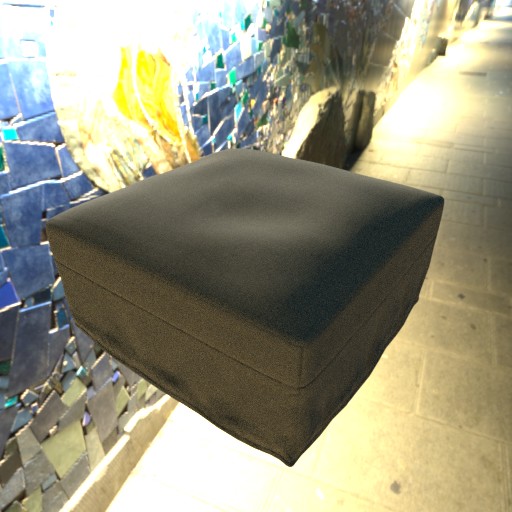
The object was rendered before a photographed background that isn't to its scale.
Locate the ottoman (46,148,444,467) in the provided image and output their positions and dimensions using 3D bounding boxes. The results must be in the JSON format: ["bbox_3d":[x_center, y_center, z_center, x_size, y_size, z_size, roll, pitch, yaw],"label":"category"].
[{"bbox_3d":[0.000,0.000,1.337,0.840,0.436,0.843,21,36,31],"label":"ottoman"}]
